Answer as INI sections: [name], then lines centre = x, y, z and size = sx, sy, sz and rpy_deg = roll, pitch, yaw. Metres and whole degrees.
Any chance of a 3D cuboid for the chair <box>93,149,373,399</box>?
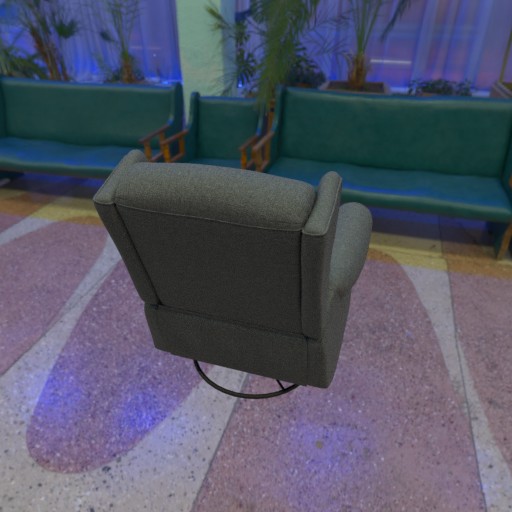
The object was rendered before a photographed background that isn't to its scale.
[chair]
centre = 0.000, 0.000, 1.767
size = 0.847, 1.011, 0.969
rpy_deg = 10, 34, 15
